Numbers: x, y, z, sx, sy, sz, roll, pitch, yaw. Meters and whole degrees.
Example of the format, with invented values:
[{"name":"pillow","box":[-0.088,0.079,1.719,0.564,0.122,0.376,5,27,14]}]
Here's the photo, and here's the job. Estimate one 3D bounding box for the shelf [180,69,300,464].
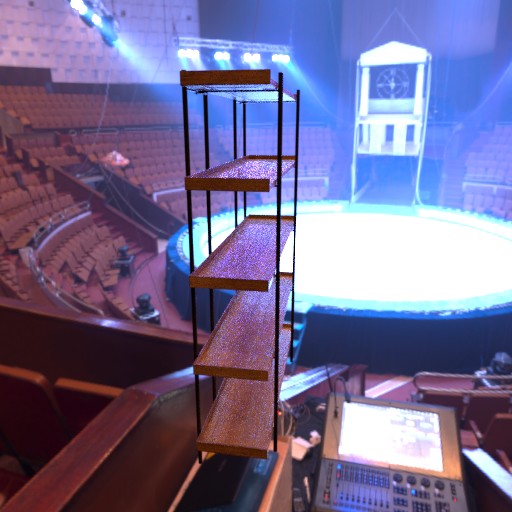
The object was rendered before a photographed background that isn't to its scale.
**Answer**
[{"name":"shelf","box":[0.000,0.000,2.506,0.379,1.826,1.371,3,17,9]}]
